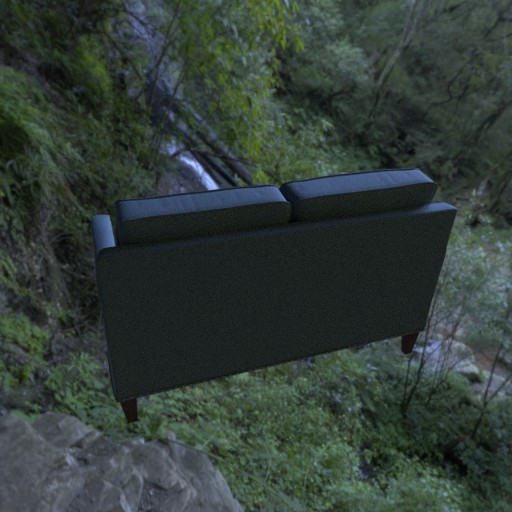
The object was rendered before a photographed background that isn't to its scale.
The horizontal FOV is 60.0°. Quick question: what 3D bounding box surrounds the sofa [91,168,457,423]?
[{"bbox_3d":[0.000,0.000,2.306,1.597,1.003,1.084,-9,28,-17],"label":"sofa"}]
